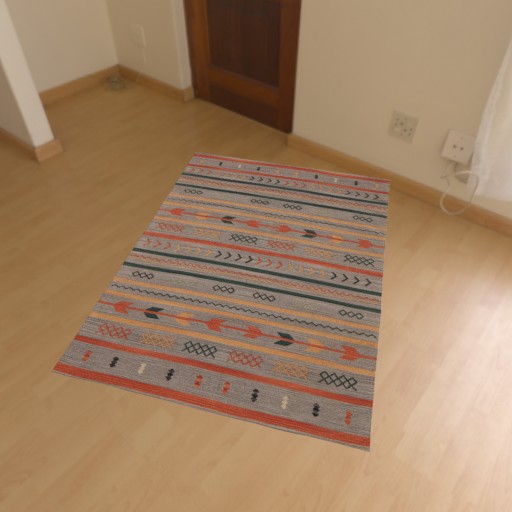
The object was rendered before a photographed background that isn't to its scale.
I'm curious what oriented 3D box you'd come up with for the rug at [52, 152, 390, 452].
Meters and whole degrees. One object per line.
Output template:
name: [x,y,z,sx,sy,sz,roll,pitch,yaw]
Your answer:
rug: [0.000,0.000,4.012,2.263,0.022,3.029,10,46,10]
